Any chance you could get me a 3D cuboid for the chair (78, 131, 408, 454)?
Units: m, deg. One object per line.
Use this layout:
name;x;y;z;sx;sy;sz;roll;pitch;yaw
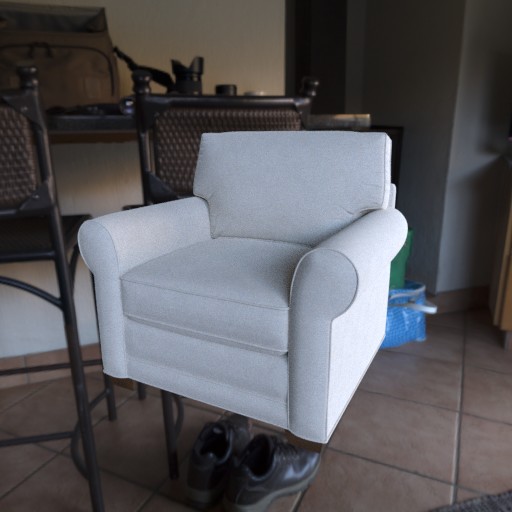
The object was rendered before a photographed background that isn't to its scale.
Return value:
chair;0.000;0.000;1.752;1.040;0.955;0.863;8;17;27
